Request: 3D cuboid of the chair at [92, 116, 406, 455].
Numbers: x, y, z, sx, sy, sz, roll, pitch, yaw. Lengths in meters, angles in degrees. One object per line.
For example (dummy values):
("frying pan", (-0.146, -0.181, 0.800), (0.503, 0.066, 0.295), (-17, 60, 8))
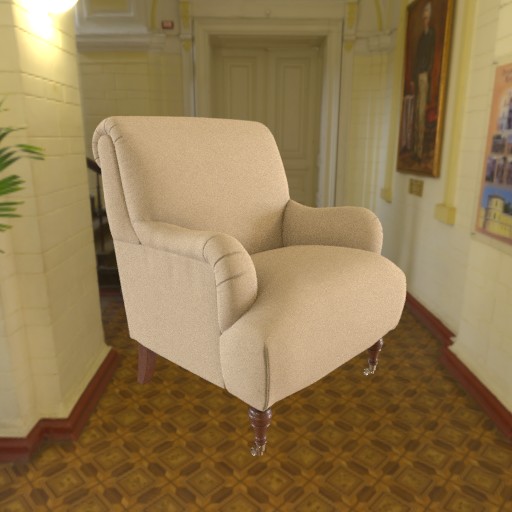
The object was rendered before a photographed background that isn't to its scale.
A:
("chair", (0.000, 0.000, 1.544), (0.842, 0.942, 0.766), (14, 20, 42))
